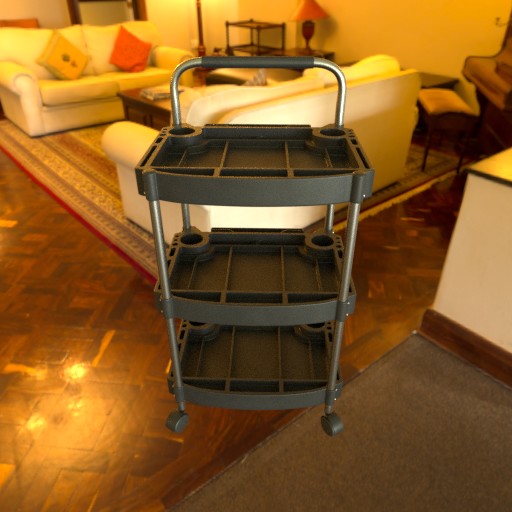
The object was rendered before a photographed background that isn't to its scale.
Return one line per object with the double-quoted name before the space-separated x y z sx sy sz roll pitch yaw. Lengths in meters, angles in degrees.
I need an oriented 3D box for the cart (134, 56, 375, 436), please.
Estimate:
"cart" 0.000 0.000 1.362 0.584 1.075 0.518 1 32 1
